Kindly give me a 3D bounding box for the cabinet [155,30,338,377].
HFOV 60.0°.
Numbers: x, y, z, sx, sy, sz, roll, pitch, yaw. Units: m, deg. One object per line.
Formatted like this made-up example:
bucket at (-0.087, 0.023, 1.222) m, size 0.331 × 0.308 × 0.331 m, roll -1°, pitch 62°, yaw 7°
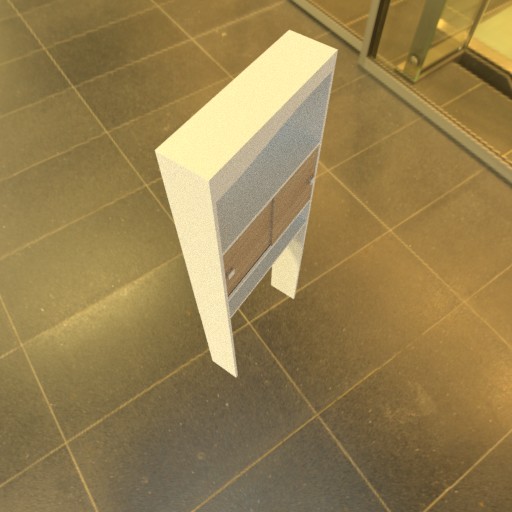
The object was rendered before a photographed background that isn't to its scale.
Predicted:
cabinet at (0.000, 0.000, 2.019) m, size 0.192 × 1.770 × 0.643 m, roll 31°, pitch 64°, yaw 17°
